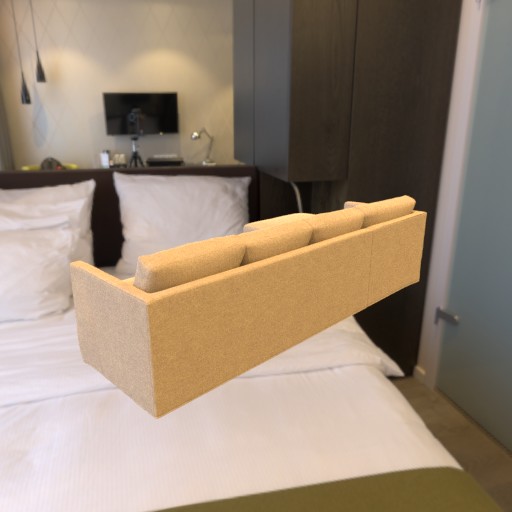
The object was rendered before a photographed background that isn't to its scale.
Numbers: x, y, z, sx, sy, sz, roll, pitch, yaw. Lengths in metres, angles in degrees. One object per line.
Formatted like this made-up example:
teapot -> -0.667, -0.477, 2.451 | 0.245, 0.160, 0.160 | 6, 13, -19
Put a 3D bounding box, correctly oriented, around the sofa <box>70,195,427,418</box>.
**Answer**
sofa -> 0.000, 0.000, 3.922 | 3.198, 0.920, 1.638 | -16, 24, -42
